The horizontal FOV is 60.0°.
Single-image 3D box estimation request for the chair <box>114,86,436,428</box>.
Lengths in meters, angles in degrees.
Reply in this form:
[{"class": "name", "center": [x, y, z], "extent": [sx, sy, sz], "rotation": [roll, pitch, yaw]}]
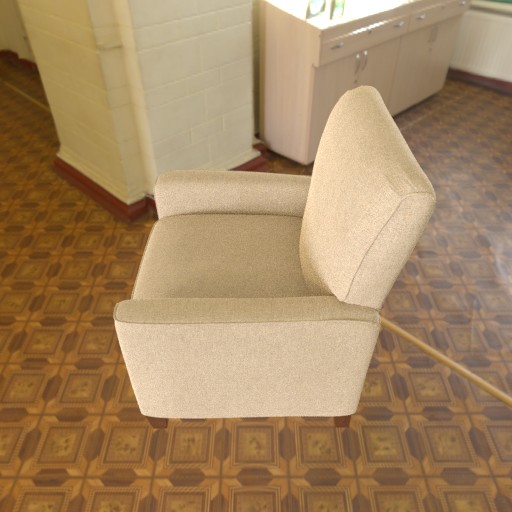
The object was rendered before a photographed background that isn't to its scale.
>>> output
[{"class": "chair", "center": [0.000, 0.000, 1.582], "extent": [0.859, 1.023, 0.845], "rotation": [0, 41, 0]}]
